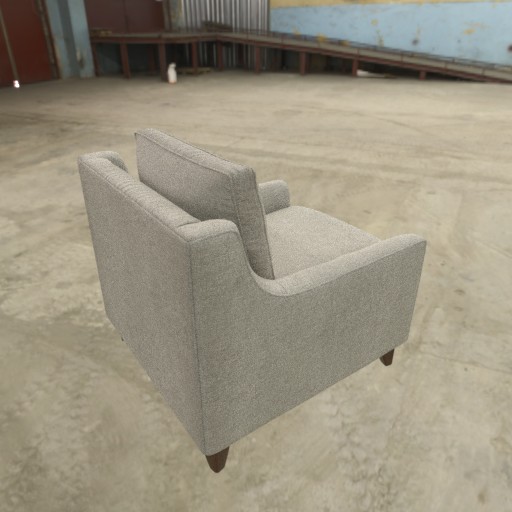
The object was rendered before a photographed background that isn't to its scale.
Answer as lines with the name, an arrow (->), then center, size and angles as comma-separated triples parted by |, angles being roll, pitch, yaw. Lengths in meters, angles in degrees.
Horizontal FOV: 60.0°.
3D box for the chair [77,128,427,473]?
chair -> 0.000, 0.000, 1.588 | 0.918, 0.864, 0.838 | -18, 33, -31
